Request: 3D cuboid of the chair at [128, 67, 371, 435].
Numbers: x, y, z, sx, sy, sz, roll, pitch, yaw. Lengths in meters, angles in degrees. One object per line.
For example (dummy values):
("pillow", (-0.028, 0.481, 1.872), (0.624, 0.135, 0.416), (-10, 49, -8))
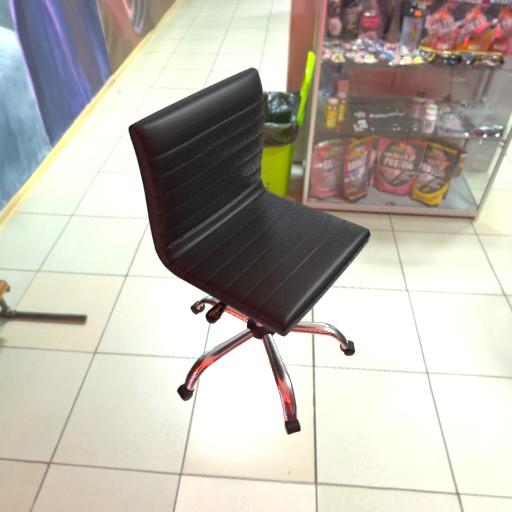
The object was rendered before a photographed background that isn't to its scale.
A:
("chair", (0.000, 0.000, 1.134), (0.530, 0.780, 0.556), (27, 49, 26))
